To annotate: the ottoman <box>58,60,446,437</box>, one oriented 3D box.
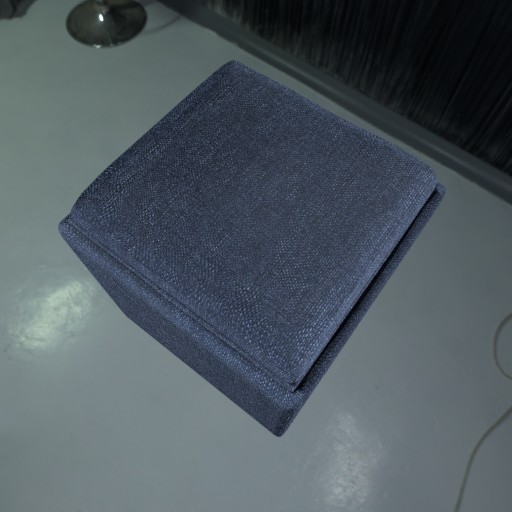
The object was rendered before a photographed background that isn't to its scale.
[{"bbox_3d":[0.000,0.000,0.848,0.454,0.493,0.436,34,68,16],"label":"ottoman"}]
